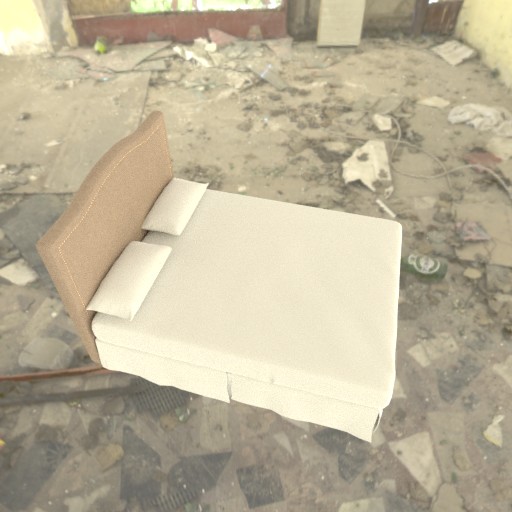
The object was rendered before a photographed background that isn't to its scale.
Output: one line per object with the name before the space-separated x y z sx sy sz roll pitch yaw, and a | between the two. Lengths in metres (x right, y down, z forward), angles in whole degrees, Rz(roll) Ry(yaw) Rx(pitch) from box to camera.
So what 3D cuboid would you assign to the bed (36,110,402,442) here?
bed | 0.000 0.000 3.452 2.282 1.436 1.821 11 47 10
